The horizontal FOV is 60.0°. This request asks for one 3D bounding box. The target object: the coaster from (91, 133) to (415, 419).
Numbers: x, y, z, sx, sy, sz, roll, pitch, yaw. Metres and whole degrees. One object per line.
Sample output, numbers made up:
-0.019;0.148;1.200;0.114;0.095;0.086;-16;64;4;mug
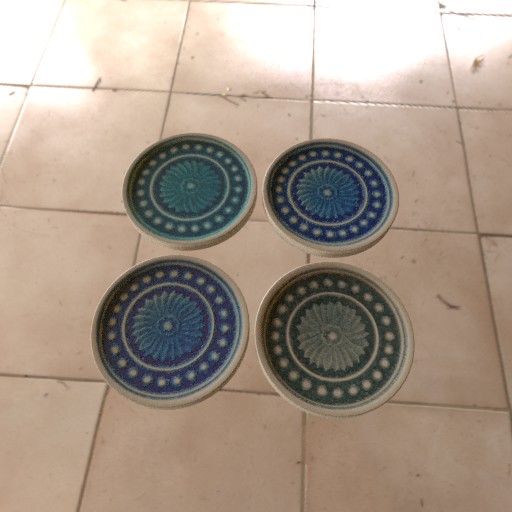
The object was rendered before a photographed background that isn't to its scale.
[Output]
0.000;0.000;0.331;0.220;0.010;0.224;3;64;1;coaster
